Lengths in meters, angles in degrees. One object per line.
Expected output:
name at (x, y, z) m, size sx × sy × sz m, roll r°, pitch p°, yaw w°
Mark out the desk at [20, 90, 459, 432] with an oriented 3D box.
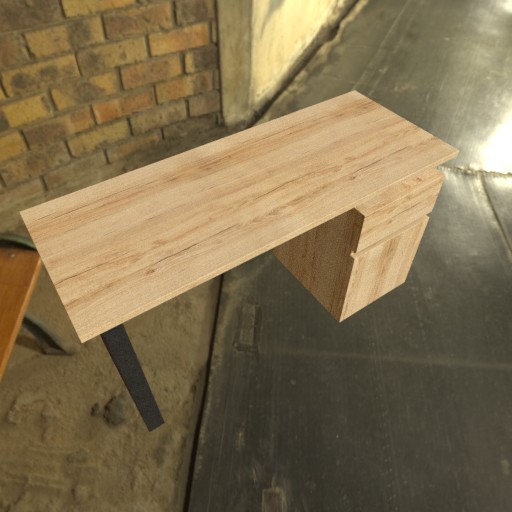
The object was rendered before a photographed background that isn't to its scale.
desk at (0.000, 0.000, 1.764) m, size 1.400 × 0.760 × 0.550 m, roll -26°, pitch 53°, yaw -22°
